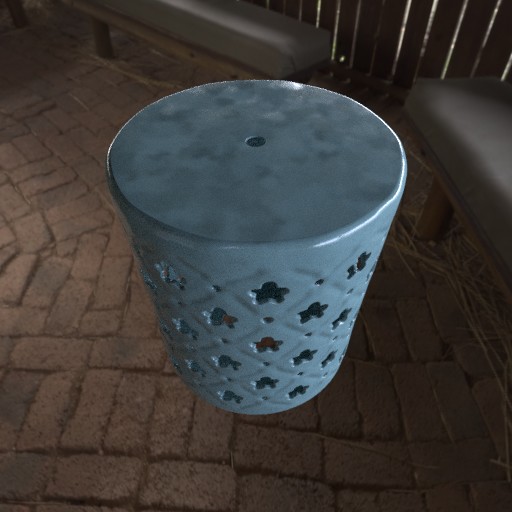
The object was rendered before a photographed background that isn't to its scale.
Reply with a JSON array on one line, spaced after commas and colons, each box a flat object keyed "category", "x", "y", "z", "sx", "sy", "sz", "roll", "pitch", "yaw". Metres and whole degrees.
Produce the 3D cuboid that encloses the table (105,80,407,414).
[{"category": "table", "x": 0.000, "y": 0.000, "z": 0.656, "sx": 0.352, "sy": 0.387, "sz": 0.352, "roll": 0, "pitch": 46, "yaw": 0}]
